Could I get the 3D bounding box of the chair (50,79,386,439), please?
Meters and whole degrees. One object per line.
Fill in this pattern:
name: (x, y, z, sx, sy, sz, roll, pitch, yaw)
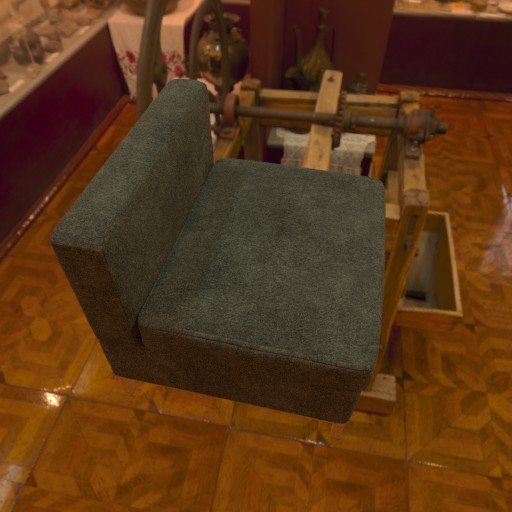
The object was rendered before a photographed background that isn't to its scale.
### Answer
chair: (0.000, 0.000, 1.224, 0.680, 0.660, 0.680, 9, 48, 9)
